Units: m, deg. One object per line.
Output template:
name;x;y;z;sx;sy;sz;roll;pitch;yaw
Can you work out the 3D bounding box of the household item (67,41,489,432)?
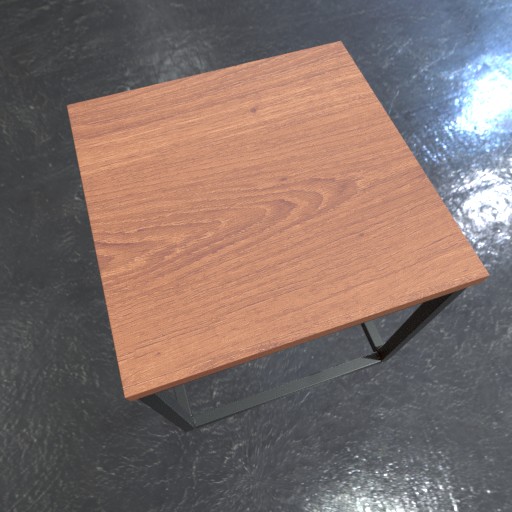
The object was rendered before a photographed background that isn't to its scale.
household item;0.000;0.000;0.716;0.400;0.400;0.400;-17;64;-8
